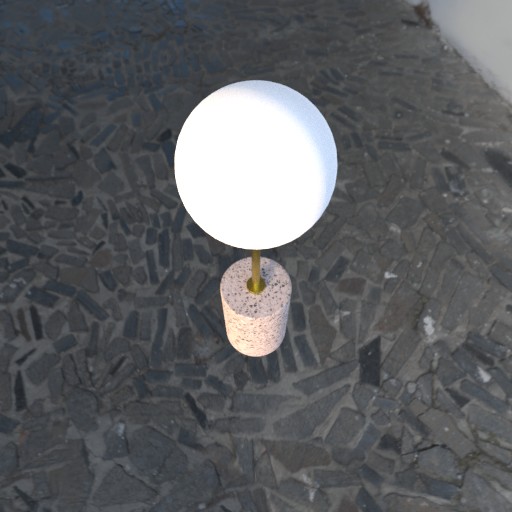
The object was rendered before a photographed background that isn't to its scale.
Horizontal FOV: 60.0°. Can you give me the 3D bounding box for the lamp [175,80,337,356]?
[{"bbox_3d":[0.000,0.000,0.562,0.153,0.480,0.153,0,59,0],"label":"lamp"}]
